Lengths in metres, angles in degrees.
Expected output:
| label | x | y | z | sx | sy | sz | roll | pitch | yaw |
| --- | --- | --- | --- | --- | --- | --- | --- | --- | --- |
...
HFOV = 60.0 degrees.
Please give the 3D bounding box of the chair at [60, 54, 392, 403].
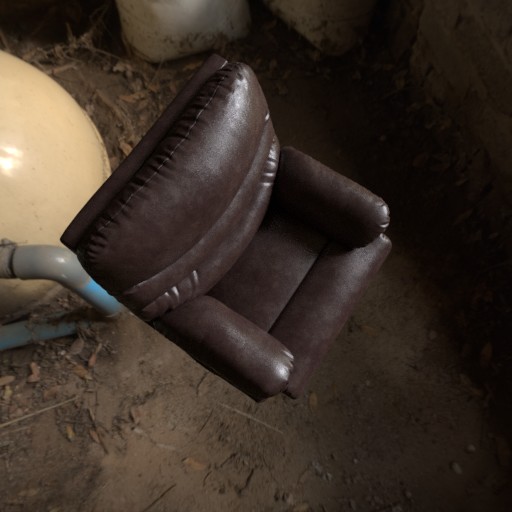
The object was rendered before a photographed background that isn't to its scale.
| label | x | y | z | sx | sy | sz | roll | pitch | yaw |
| --- | --- | --- | --- | --- | --- | --- | --- | --- | --- |
| chair | 0.000 | 0.000 | 1.733 | 0.879 | 1.041 | 0.940 | 33 | 77 | 8 |
